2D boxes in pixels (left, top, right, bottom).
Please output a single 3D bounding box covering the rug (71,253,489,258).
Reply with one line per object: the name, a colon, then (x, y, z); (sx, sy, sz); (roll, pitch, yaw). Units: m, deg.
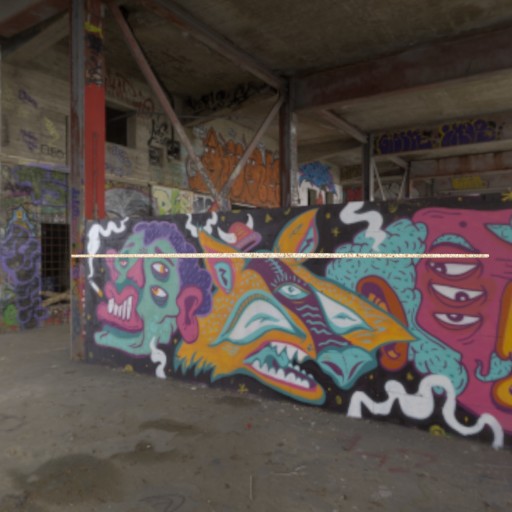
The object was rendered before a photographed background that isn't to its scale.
rug: (0.000, 0.000, 4.010); (2.400, 0.025, 3.000); (0, 0, -37)
